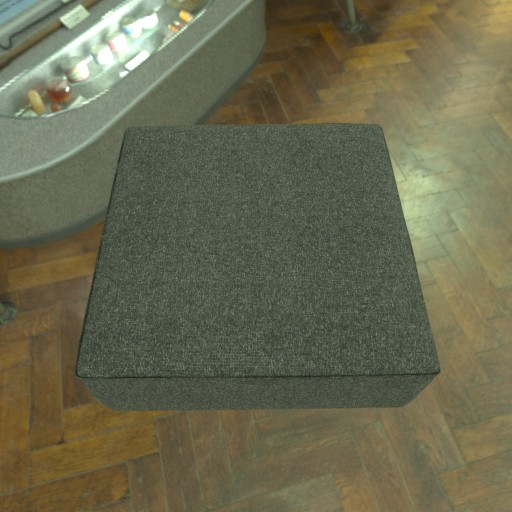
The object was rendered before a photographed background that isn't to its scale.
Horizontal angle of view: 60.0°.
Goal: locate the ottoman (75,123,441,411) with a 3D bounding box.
[{"bbox_3d":[0.000,0.000,1.602,1.021,0.423,1.017,0,57,0],"label":"ottoman"}]
